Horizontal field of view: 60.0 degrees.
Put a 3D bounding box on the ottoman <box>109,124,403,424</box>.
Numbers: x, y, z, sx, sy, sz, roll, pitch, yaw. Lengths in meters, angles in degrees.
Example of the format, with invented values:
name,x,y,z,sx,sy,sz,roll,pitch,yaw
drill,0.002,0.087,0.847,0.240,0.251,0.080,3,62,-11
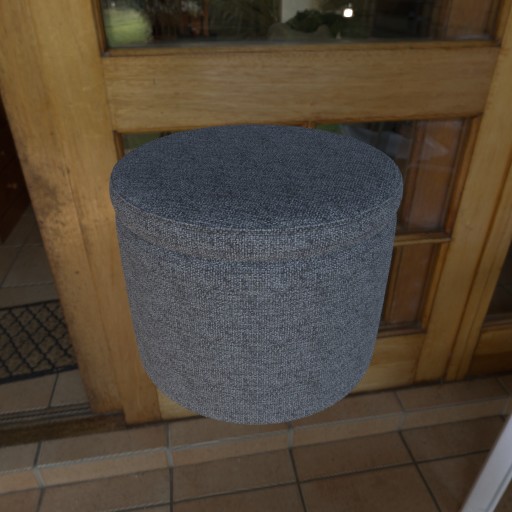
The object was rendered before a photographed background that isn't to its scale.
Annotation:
name,x,y,z,sx,sy,sz,roll,pitch,yaw
ottoman,0.000,0.000,0.901,0.520,0.430,0.520,0,31,0
